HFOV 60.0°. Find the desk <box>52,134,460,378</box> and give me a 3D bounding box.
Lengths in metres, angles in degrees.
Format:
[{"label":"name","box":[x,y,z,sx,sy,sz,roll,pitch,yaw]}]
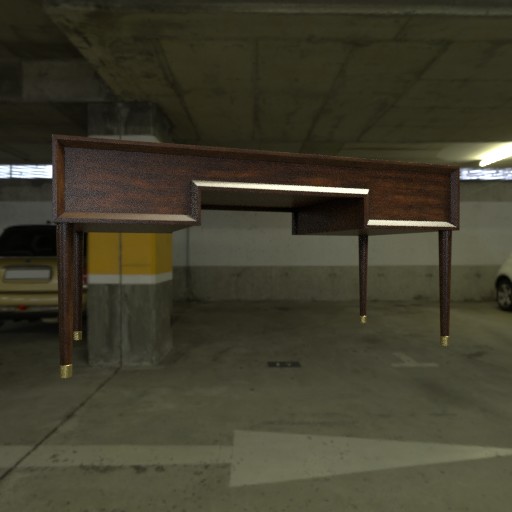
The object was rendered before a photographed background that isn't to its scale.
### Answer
[{"label":"desk","box":[0.000,0.000,1.967,1.575,0.762,0.724,0,1,-19]}]
